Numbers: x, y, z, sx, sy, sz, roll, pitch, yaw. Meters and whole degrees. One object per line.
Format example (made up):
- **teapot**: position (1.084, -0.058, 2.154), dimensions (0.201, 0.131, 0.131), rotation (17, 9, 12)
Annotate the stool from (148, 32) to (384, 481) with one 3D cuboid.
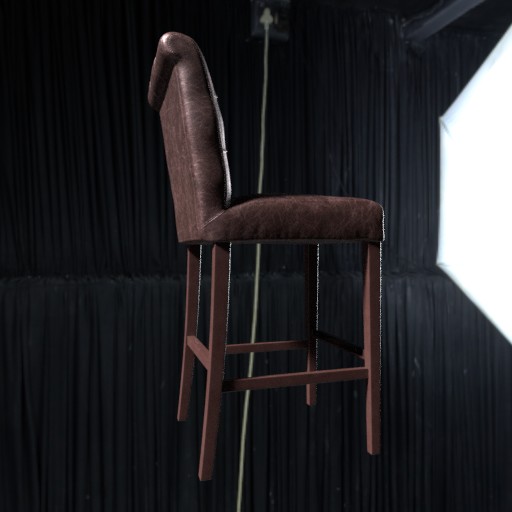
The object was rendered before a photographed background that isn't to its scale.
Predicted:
- **stool**: position (0.000, 0.000, 1.434), dimensions (0.659, 1.168, 0.483), rotation (0, 1, -18)
